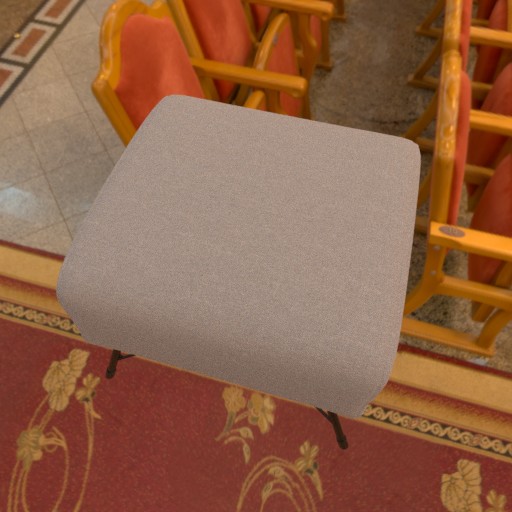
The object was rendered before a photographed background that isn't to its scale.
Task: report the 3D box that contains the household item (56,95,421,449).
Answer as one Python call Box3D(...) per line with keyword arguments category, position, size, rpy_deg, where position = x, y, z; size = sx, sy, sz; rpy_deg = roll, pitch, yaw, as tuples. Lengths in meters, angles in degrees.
Box3D(category="household item", position=(0.000, 0.000, 0.879), size=(0.530, 0.410, 0.530), rpy_deg=(14, 59, 8))
